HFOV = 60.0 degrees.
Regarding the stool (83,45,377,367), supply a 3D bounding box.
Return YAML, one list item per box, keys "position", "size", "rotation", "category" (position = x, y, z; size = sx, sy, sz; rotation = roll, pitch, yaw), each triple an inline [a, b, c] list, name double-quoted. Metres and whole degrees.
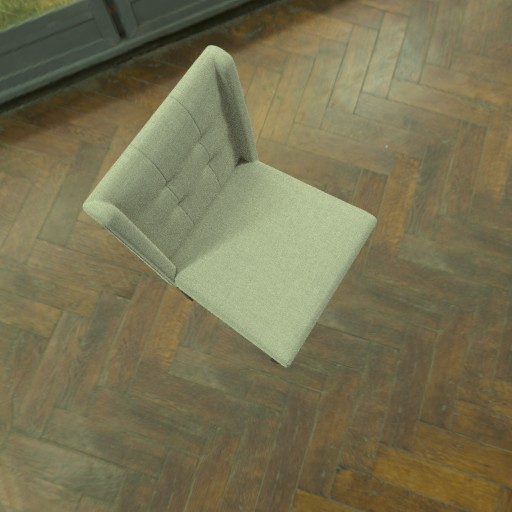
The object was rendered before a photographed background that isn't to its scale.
- position: [0.000, 0.000, 1.368]
  size: [0.509, 1.116, 0.474]
  rotation: [32, 78, 8]
  category: "stool"
